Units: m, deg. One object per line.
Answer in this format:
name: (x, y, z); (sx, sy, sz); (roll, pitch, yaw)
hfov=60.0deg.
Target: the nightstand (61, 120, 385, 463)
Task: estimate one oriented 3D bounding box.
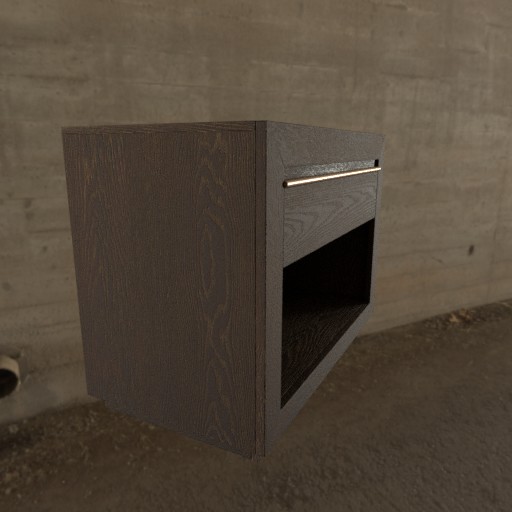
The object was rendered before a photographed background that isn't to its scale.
nightstand: (0.000, 0.000, 1.133); (0.457, 0.612, 0.775); (7, 15, 27)
